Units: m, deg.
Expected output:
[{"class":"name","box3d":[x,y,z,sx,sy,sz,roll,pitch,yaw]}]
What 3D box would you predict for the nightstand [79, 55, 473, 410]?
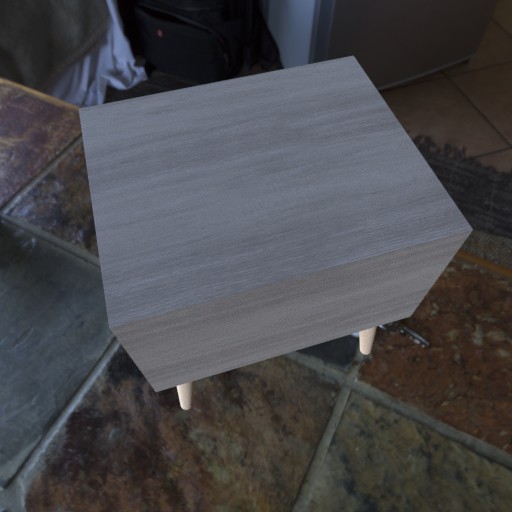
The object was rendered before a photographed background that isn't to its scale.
[{"class":"nightstand","box3d":[0.000,0.000,0.826,0.450,0.500,0.380,-15,59,-9]}]
